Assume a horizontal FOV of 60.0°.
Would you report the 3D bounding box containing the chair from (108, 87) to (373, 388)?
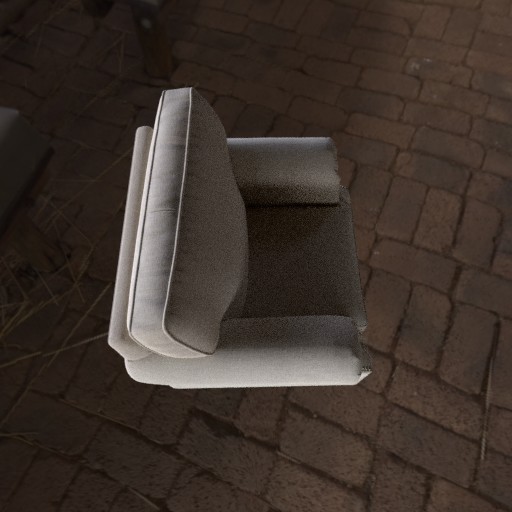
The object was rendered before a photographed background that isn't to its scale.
[{"bbox_3d":[0.000,0.000,1.876,0.965,0.961,1.092,-1,63,0],"label":"chair"}]
